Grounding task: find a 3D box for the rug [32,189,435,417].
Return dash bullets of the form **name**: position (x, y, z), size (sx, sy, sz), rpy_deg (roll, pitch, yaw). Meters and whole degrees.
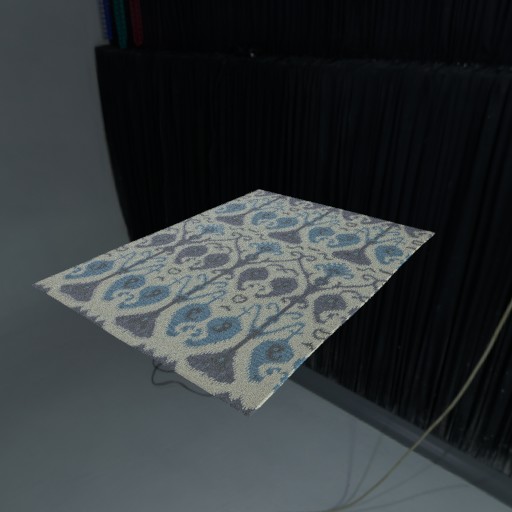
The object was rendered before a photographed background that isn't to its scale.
- **rug**: position (0.000, 0.000, 3.005), size (1.676, 0.013, 2.261), rpy_deg (19, 33, 33)
